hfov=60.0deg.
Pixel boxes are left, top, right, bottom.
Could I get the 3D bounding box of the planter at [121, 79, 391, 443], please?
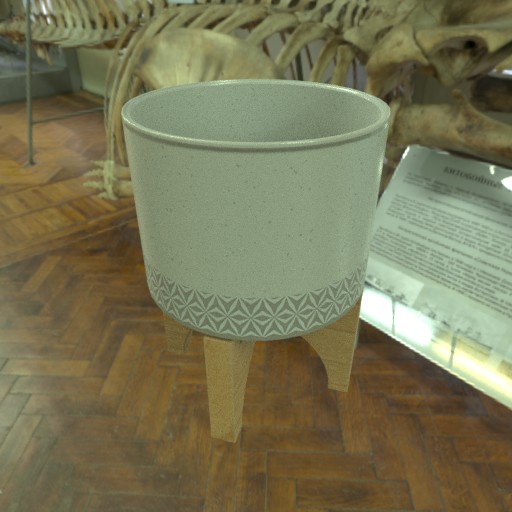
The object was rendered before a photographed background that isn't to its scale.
[{"bbox_3d":[0.000,0.000,0.266,0.130,0.178,0.130,0,32,0],"label":"planter"}]
